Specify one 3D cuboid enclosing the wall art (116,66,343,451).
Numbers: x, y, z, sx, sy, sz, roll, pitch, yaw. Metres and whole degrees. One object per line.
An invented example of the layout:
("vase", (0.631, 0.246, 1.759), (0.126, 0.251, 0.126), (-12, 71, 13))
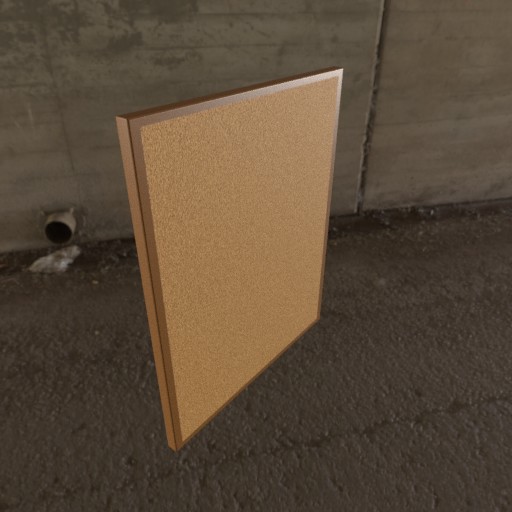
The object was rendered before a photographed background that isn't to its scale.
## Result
("wall art", (0.000, 0.000, 0.755), (0.021, 0.550, 0.449), (23, 38, 33))
